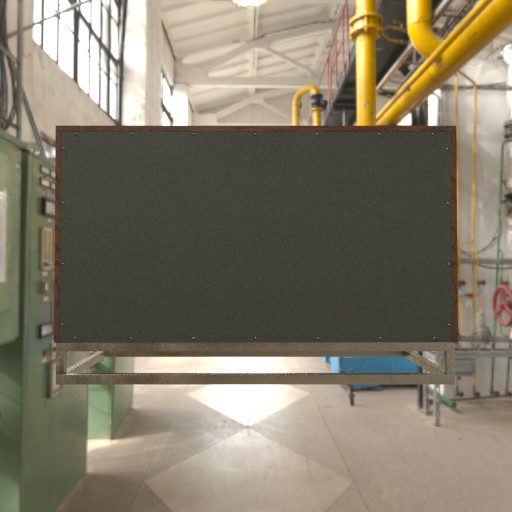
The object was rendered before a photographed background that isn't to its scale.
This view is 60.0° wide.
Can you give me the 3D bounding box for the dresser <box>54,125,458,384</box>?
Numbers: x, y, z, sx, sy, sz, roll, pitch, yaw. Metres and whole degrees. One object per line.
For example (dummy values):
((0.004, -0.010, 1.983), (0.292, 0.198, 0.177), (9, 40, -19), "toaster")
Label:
((0.000, 0.000, 2.118), (1.646, 1.061, 0.623), (0, -1, 0), "dresser")
